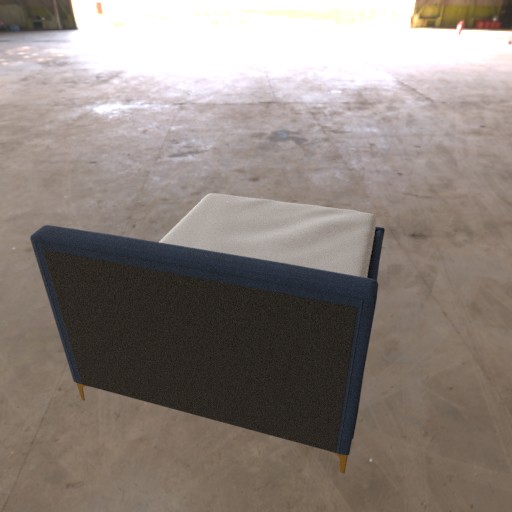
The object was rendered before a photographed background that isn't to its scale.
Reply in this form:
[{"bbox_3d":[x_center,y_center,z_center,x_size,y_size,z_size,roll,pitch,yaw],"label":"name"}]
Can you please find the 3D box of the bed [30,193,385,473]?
[{"bbox_3d":[0.000,0.000,3.179,1.723,1.231,2.172,9,33,15],"label":"bed"}]
